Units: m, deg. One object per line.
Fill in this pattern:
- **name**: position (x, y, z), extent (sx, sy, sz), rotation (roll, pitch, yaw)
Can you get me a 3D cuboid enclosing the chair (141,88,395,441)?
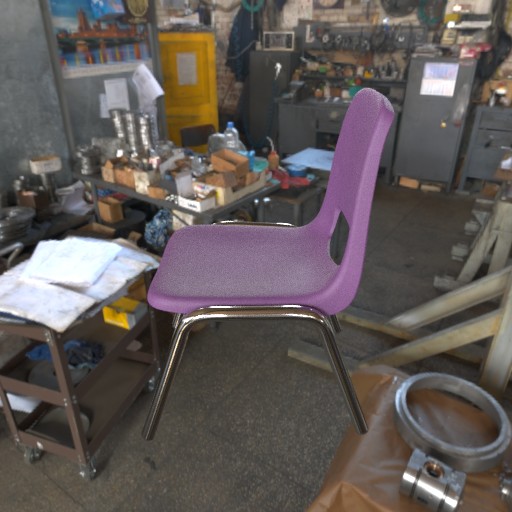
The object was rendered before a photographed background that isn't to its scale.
- **chair**: position (0.000, 0.000, 0.828), extent (0.419, 0.584, 0.356), rotation (0, 28, 0)
